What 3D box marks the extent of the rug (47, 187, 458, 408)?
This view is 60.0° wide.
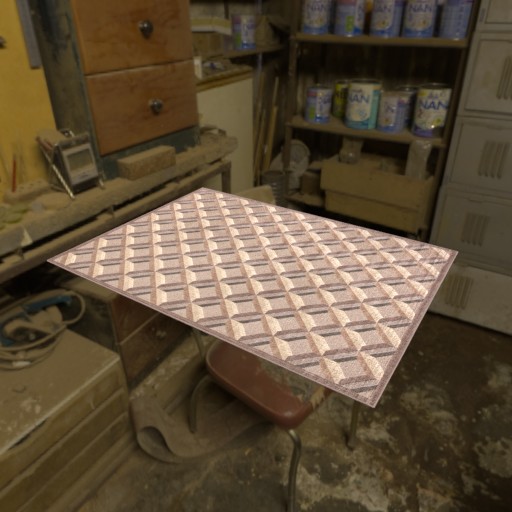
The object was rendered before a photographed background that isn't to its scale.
[{"bbox_3d":[0.000,0.000,4.366,3.294,0.018,2.382,18,34,29],"label":"rug"}]
